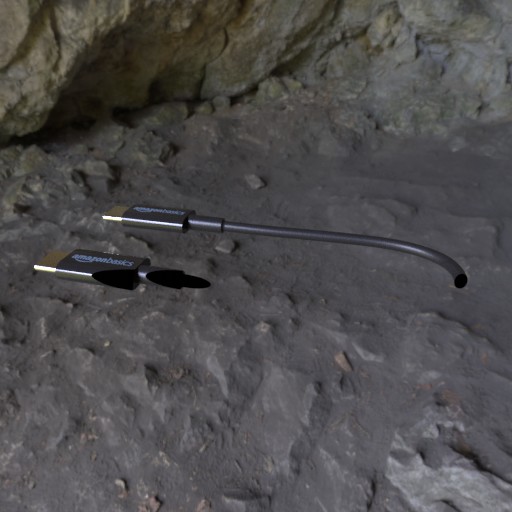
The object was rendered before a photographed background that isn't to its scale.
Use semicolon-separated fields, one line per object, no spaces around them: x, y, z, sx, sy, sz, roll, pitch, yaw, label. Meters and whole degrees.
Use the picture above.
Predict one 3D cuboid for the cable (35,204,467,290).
0.000;0.000;0.110;0.098;0.005;0.041;7;30;13;cable
